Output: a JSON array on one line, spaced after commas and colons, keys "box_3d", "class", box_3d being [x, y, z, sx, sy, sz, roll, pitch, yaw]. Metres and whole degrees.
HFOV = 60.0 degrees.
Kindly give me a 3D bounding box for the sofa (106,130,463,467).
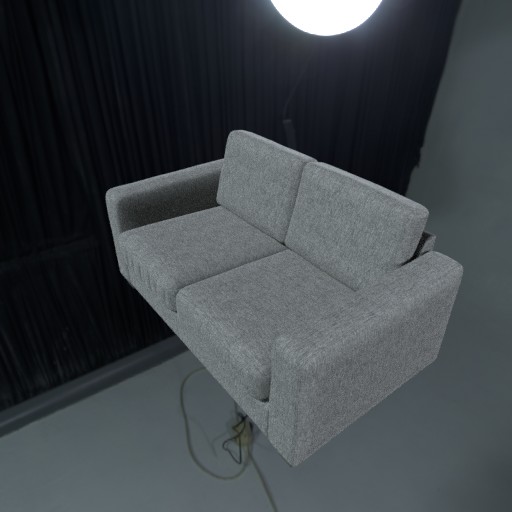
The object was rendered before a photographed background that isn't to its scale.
[{"box_3d": [0.000, 0.000, 2.057, 0.900, 0.800, 1.520, -23, 39, -31], "class": "sofa"}]
